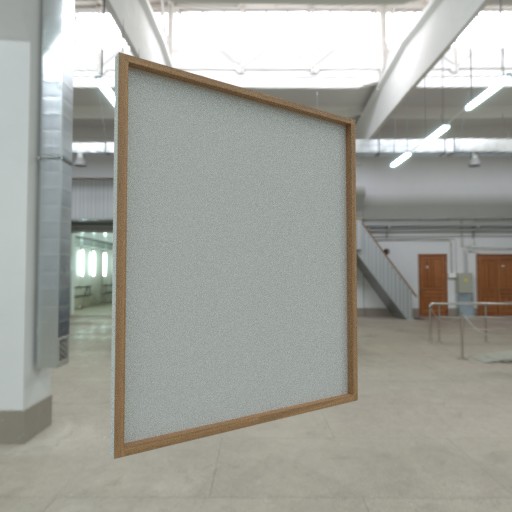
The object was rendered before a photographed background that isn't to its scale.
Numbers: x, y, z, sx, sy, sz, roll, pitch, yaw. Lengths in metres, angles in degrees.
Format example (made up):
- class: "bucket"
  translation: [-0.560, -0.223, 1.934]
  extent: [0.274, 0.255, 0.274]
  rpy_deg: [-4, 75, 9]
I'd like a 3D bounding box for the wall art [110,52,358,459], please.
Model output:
- class: "wall art"
  translation: [0.000, 0.000, 0.956]
  extent: [0.609, 0.710, 0.021]
  rpy_deg: [2, -3, -35]
